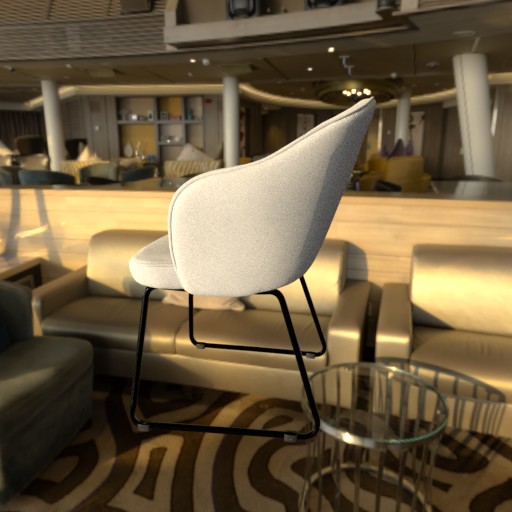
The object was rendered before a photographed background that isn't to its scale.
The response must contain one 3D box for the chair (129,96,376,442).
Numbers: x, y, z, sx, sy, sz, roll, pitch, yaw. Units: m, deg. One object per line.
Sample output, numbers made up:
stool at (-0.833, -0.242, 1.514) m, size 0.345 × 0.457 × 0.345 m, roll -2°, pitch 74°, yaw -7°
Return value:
chair at (0.000, 0.000, 1.225) m, size 0.592 × 0.817 × 0.570 m, roll 2°, pitch 14°, yaw 9°
